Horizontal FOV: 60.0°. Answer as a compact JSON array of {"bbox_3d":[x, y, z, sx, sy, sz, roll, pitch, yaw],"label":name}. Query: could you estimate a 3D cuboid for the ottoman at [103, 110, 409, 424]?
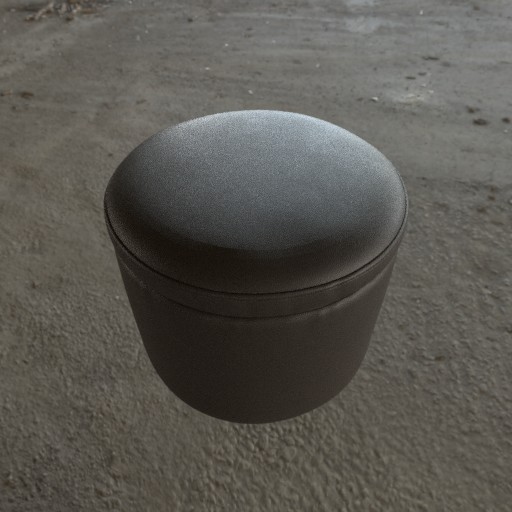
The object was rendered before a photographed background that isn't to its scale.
[{"bbox_3d":[0.000,0.000,0.858,0.500,0.409,0.500,0,45,0],"label":"ottoman"}]
